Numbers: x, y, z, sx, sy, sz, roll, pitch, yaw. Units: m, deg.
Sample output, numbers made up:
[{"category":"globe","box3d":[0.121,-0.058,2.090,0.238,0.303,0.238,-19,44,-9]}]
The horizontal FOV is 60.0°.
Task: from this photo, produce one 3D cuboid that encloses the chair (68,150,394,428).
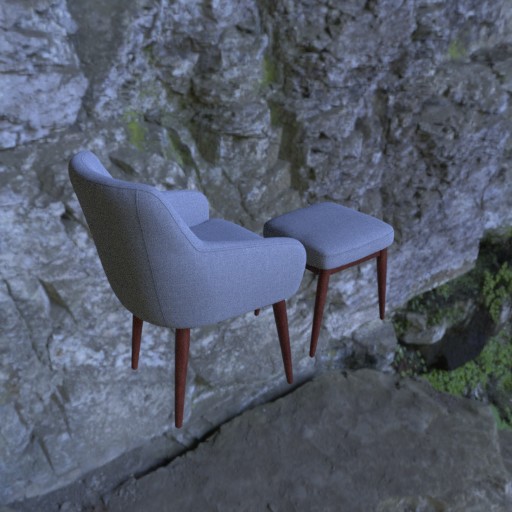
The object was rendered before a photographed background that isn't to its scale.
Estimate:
[{"category":"chair","box3d":[0.000,0.000,1.550,1.107,0.799,0.584,-19,32,-33]}]
